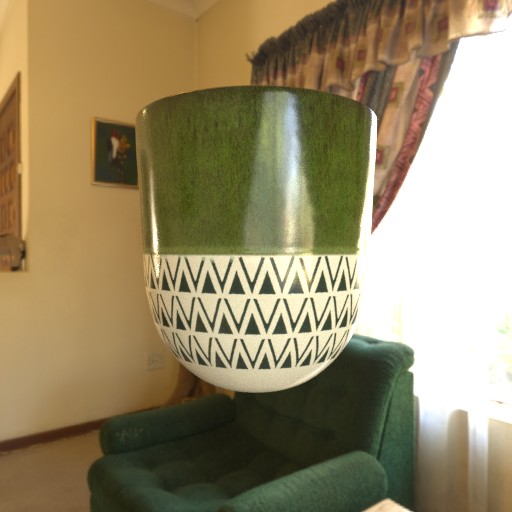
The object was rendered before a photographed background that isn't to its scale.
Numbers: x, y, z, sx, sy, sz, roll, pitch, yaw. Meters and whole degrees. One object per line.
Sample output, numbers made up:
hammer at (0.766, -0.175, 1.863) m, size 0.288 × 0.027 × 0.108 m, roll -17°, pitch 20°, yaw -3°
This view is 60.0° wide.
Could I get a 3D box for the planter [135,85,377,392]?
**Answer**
planter at (0.000, 0.000, 0.468) m, size 0.245 × 0.270 × 0.245 m, roll 0°, pitch 1°, yaw 0°
